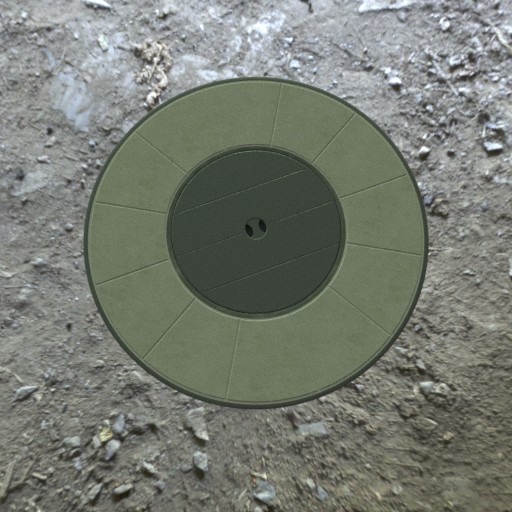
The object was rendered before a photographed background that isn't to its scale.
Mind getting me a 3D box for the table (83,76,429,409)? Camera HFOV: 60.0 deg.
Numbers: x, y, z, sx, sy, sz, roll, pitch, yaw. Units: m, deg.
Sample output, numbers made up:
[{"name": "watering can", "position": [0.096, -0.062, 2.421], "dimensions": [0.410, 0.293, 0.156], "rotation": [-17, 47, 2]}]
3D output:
[{"name": "table", "position": [0.000, 0.000, 1.494], "dimensions": [0.914, 0.650, 0.914], "rotation": [0, 77, 0]}]
